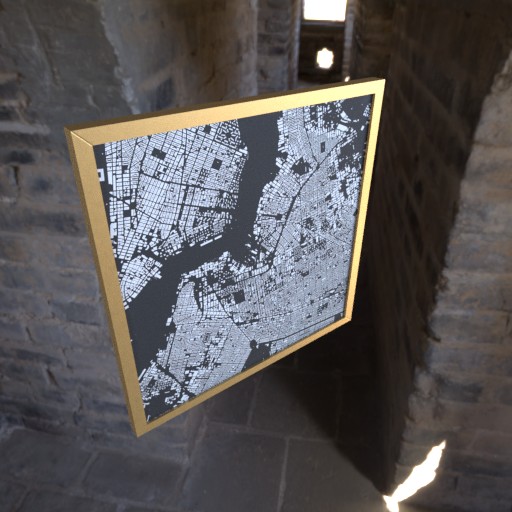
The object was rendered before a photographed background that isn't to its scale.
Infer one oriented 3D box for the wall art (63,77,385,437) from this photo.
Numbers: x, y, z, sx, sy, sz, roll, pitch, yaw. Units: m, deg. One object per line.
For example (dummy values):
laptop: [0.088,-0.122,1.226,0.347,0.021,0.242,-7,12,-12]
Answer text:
wall art: [0.000,0.000,2.807,1.926,1.926,0.099,-21,37,-30]
